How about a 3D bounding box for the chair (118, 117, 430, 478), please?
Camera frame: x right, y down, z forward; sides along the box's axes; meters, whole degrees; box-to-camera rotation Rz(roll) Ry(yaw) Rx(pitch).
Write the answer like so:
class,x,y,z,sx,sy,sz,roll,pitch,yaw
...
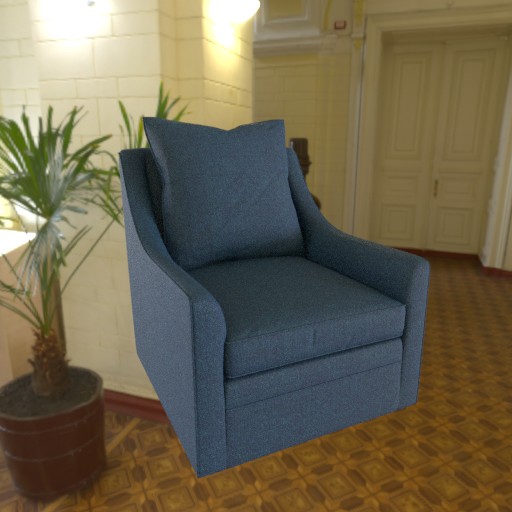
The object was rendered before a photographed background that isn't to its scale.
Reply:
class,x,y,z,sx,sy,sz,roll,pitch,yaw
chair,0.000,0.000,1.541,0.750,0.939,0.870,-7,17,-25
